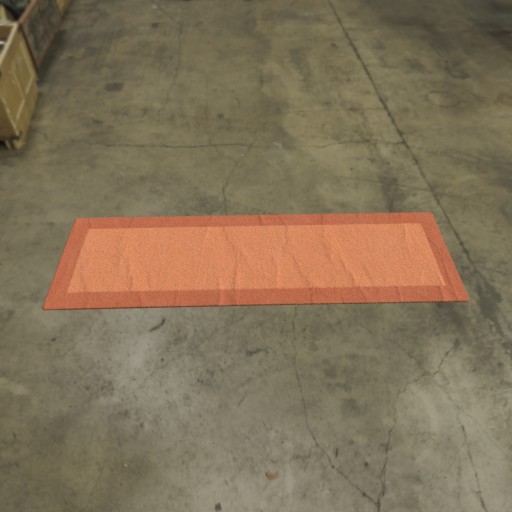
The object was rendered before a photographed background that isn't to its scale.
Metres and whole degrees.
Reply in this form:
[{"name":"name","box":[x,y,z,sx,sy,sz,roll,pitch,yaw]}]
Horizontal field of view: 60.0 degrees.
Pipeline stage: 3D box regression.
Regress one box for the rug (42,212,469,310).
[{"name":"rug","box":[0.000,0.000,2.763,2.471,0.013,0.914,-4,48,-3]}]
